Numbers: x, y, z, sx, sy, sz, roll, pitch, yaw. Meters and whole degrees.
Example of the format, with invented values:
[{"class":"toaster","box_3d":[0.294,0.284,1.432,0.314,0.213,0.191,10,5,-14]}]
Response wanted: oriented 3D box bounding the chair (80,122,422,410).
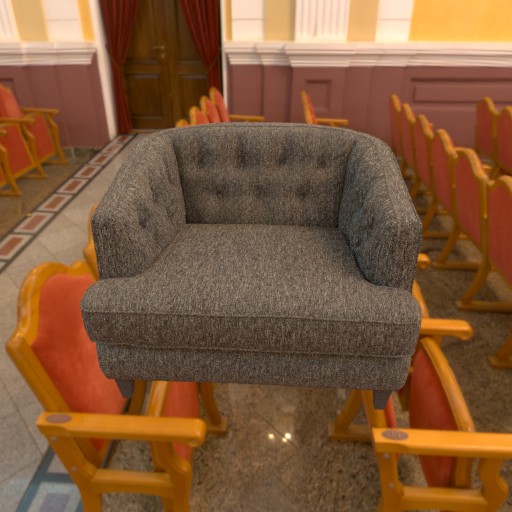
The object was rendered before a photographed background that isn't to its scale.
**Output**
[{"class":"chair","box_3d":[0.000,0.000,1.772,1.104,0.852,0.941,2,29,3]}]
